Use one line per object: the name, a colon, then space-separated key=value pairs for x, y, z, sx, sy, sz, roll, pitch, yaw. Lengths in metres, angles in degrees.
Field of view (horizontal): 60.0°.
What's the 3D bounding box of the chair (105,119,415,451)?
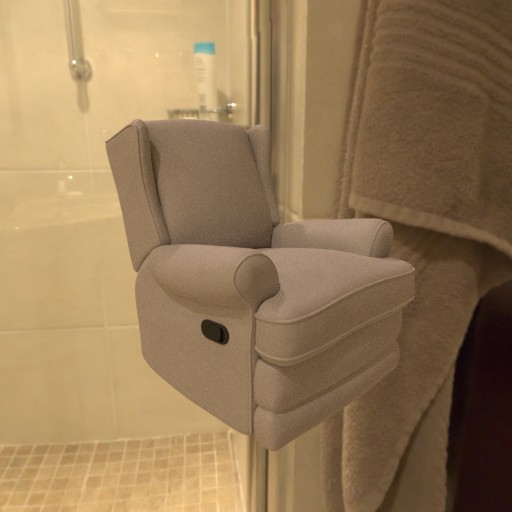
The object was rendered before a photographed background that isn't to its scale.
chair: x=0.000 y=0.000 z=1.670 sx=0.847 sy=1.011 sz=0.969 roll=-14 pitch=20 yaw=-43
